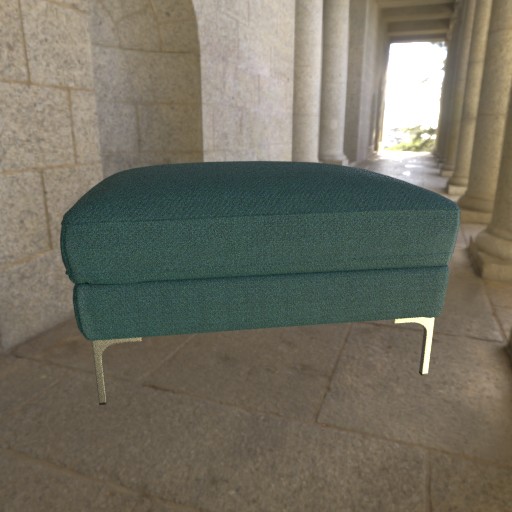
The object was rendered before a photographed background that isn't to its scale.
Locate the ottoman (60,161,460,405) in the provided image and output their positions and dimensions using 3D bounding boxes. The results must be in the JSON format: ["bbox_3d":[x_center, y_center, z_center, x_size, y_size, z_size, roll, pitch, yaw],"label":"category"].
[{"bbox_3d":[0.000,0.000,1.193,0.856,0.498,0.563,-3,17,-9],"label":"ottoman"}]
